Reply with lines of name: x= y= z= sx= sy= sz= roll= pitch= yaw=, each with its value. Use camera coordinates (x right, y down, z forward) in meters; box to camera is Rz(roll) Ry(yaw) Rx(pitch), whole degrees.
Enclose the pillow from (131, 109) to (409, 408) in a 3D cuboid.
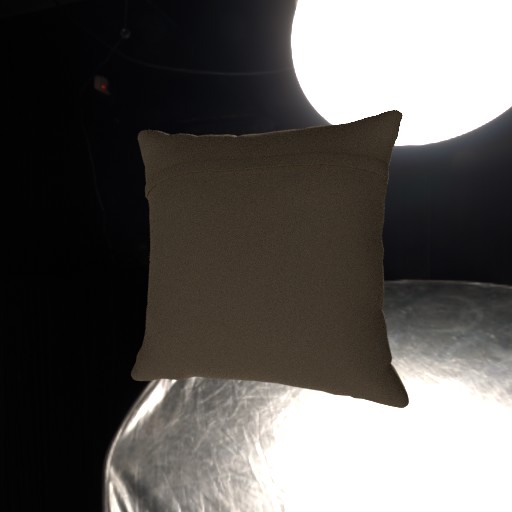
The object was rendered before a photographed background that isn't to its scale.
pillow: x=0.000 y=0.000 z=0.819 sx=0.536 sy=0.506 sz=0.229 roll=0 pitch=0 yaw=19
